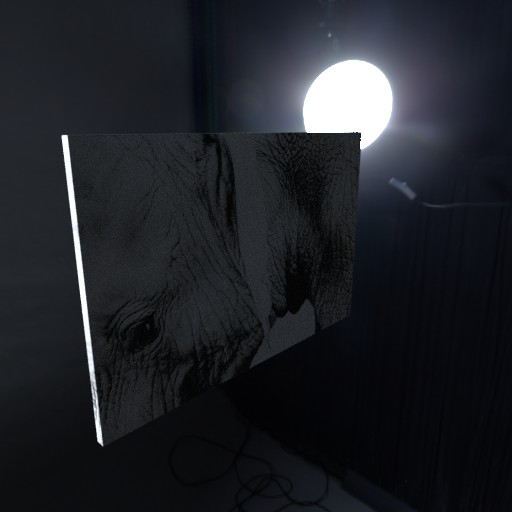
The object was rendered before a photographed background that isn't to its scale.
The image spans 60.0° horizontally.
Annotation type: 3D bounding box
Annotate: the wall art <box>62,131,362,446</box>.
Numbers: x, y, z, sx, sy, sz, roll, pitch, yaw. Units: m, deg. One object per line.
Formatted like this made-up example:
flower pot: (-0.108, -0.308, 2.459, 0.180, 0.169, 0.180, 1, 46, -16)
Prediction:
wall art: (0.000, 0.000, 1.134, 0.023, 0.607, 0.914, 15, 22, 42)
